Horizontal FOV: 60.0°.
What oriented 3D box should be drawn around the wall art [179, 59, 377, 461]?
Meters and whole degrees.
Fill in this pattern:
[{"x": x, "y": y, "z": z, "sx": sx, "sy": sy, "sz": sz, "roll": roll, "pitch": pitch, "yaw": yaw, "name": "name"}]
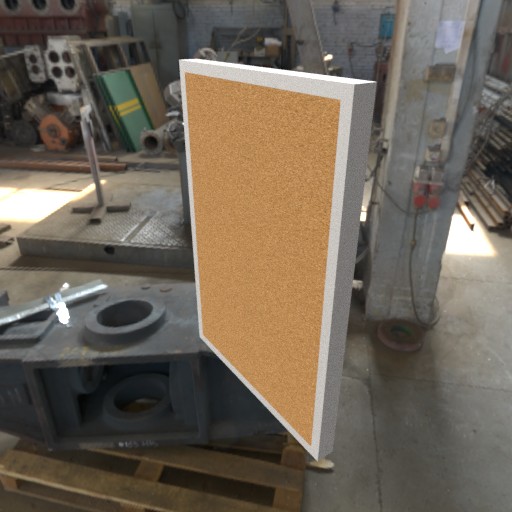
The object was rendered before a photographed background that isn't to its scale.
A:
[{"x": 0.000, "y": 0.000, "z": 0.840, "sx": 0.038, "sy": 0.657, "sz": 0.450, "roll": -18, "pitch": 33, "yaw": -31, "name": "wall art"}]
